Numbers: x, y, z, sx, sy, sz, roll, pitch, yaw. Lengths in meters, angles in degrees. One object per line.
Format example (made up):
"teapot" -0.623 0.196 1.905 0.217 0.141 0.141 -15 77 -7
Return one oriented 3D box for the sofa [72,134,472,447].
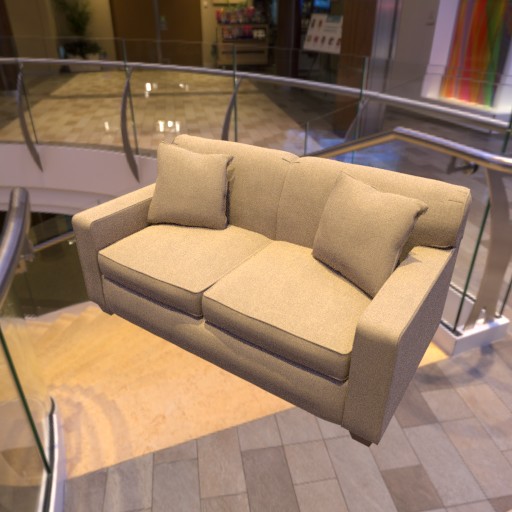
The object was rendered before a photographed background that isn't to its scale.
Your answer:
"sofa" 0.000 0.000 2.388 1.846 0.958 0.998 18 34 29
